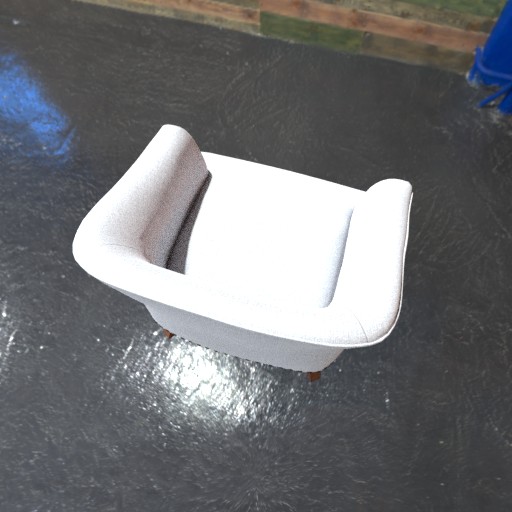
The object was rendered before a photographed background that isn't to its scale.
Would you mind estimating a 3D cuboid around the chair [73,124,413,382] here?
[{"bbox_3d":[0.000,0.000,1.380,0.798,0.815,0.704,16,64,8],"label":"chair"}]
